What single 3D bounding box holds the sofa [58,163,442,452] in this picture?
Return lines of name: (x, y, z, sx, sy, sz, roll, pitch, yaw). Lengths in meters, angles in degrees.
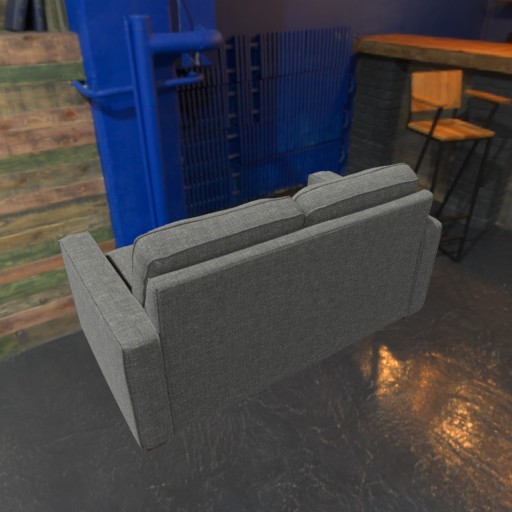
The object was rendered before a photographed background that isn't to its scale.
sofa: (0.000, 0.000, 2.269, 1.709, 0.918, 0.947, -19, 36, -28)
